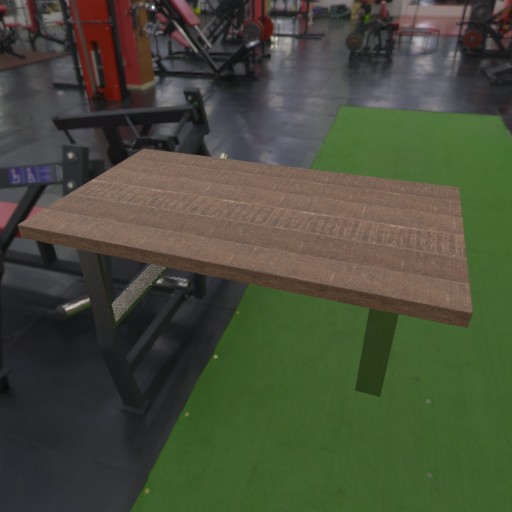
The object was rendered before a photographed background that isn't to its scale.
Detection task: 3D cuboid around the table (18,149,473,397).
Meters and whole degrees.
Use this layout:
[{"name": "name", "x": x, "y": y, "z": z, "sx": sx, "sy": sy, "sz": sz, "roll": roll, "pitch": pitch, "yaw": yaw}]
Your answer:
[{"name": "table", "x": 0.000, "y": 0.000, "z": 1.716, "sx": 1.400, "sy": 0.440, "sz": 0.800, "roll": 10, "pitch": 34, "yaw": 16}]
